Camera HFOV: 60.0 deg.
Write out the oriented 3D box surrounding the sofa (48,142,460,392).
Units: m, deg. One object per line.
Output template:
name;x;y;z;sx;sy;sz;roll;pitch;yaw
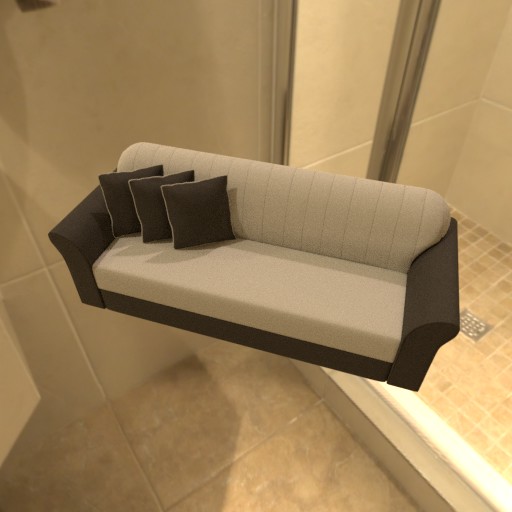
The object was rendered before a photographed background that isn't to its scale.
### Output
sofa;0.000;0.000;2.434;2.001;0.787;0.755;12;44;13
